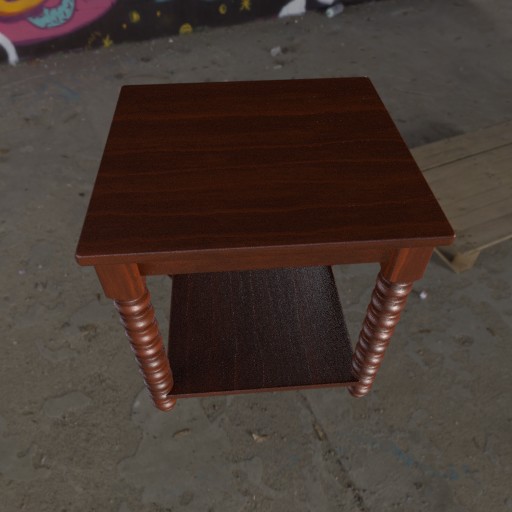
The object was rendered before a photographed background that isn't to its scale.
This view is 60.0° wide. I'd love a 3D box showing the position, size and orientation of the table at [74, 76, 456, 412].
[{"bbox_3d":[0.000,0.000,0.983,0.533,0.567,0.500,-3,47,-3],"label":"table"}]
